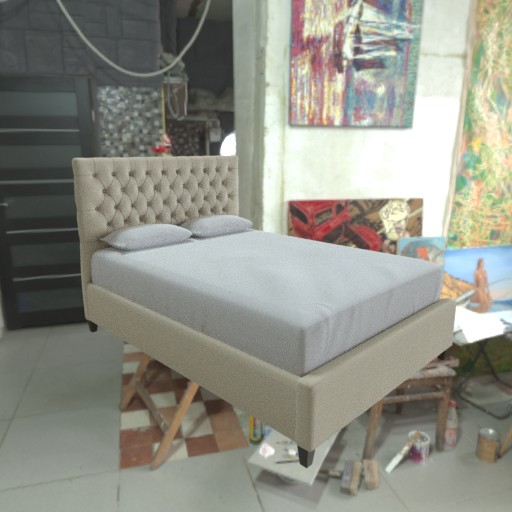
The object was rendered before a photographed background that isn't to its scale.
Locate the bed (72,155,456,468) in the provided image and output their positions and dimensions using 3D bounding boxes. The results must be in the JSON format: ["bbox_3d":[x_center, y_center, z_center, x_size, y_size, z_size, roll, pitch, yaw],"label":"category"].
[{"bbox_3d":[0.000,0.000,3.324,1.698,1.427,2.387,-13,19,-43],"label":"bed"}]
